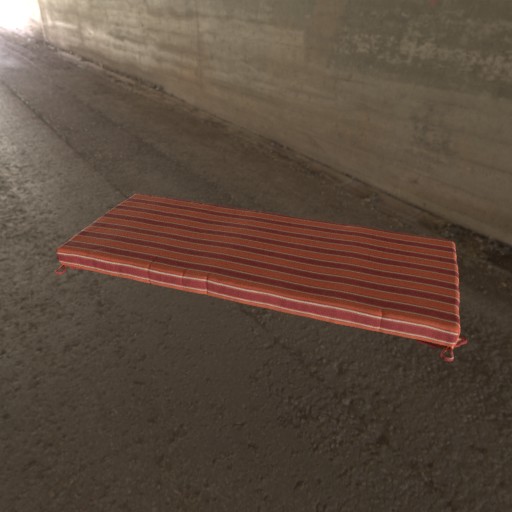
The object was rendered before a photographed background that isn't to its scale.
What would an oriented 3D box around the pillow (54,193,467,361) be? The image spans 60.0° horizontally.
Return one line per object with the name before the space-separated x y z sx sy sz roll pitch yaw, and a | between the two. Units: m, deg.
pillow | 0.000 0.000 1.355 1.187 0.081 0.492 10 33 16
